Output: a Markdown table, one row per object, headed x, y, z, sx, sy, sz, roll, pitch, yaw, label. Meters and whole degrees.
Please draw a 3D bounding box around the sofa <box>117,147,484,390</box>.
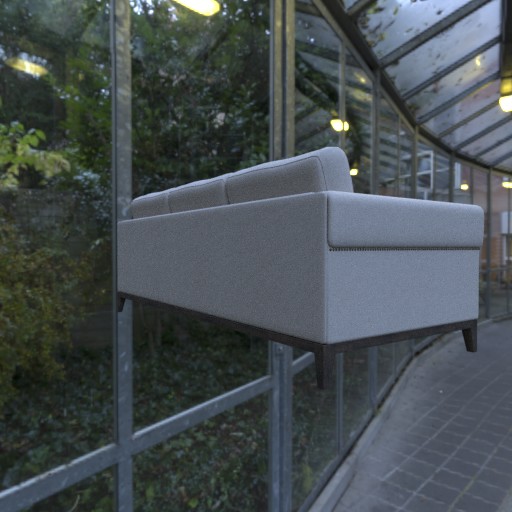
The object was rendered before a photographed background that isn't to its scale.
| x | y | z | sx | sy | sz | roll | pitch | yaw | label |
| --- | --- | --- | --- | --- | --- | --- | --- | --- | --- |
| 0.000 | 0.000 | 2.609 | 0.959 | 0.838 | 2.210 | -1 | 1 | -35 | sofa |
